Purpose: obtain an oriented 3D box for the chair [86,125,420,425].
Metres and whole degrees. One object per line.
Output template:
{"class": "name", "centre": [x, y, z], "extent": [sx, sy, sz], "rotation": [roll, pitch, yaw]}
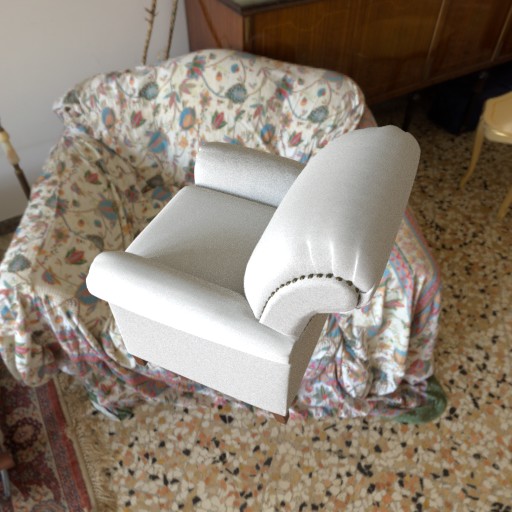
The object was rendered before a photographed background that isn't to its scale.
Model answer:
{"class": "chair", "centre": [0.000, 0.000, 1.603], "extent": [0.890, 0.927, 0.854], "rotation": [18, 49, 16]}
